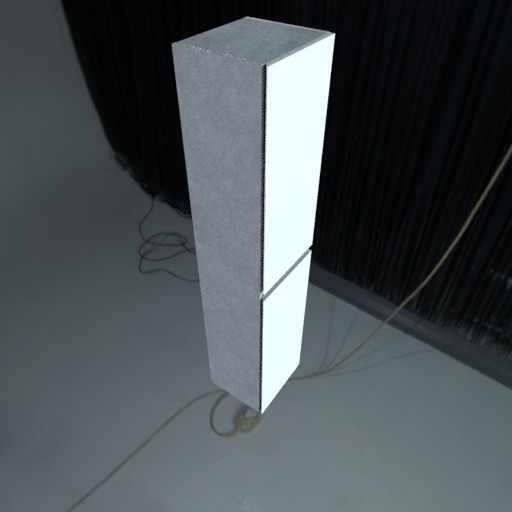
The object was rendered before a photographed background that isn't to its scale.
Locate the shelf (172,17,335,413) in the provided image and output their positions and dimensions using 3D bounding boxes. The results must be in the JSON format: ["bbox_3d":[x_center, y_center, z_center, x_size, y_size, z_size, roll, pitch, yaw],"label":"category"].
[{"bbox_3d":[0.000,0.000,1.531,0.270,1.400,0.300,25,47,26],"label":"shelf"}]
